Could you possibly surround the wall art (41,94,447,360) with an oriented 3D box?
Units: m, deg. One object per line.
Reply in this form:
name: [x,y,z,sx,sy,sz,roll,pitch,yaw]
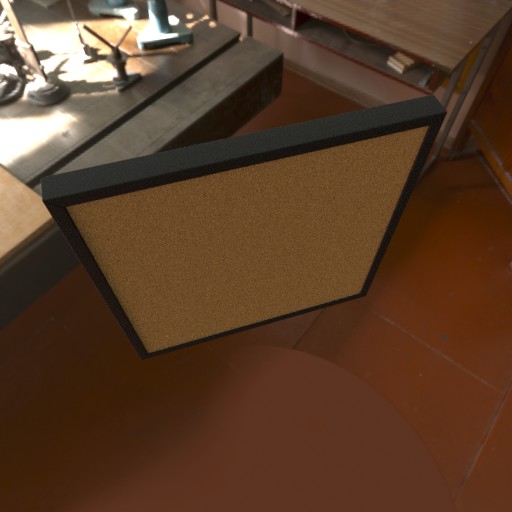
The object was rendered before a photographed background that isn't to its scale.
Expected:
wall art: [0.000,0.000,0.754,0.508,0.508,0.037,-15,58,-9]
